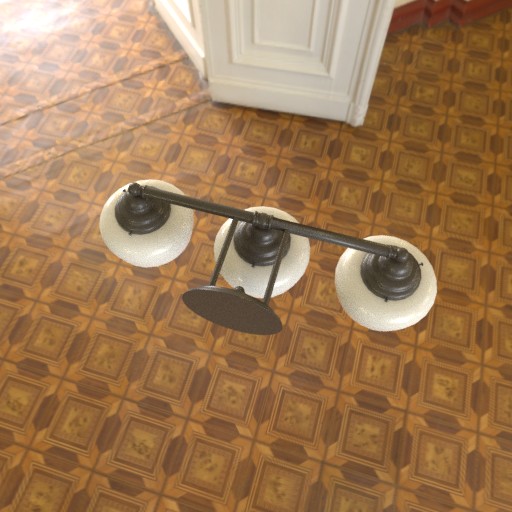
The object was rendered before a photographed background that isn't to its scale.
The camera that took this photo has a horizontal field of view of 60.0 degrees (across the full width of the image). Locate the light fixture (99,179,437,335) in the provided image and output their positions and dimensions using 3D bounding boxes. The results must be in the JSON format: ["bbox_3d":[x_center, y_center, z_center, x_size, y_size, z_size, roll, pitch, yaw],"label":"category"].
[{"bbox_3d":[0.000,0.000,0.703,0.587,0.242,0.239,14,64,7],"label":"light fixture"}]
